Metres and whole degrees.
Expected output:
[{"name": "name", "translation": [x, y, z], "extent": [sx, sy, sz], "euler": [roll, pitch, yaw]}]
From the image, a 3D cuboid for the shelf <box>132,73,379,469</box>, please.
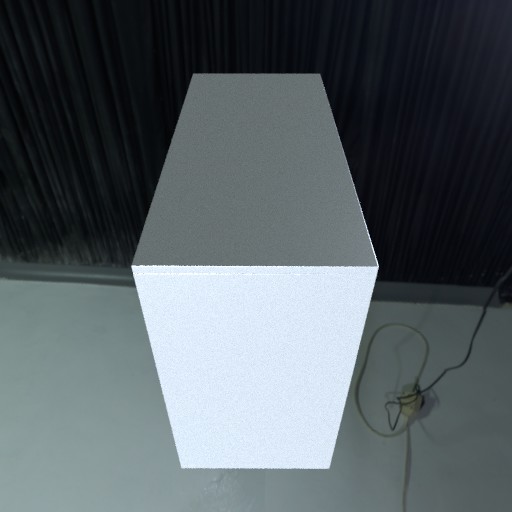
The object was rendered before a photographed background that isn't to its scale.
[{"name": "shelf", "translation": [0.000, 0.000, 1.286], "extent": [0.396, 0.732, 0.895], "euler": [0, 41, 0]}]
